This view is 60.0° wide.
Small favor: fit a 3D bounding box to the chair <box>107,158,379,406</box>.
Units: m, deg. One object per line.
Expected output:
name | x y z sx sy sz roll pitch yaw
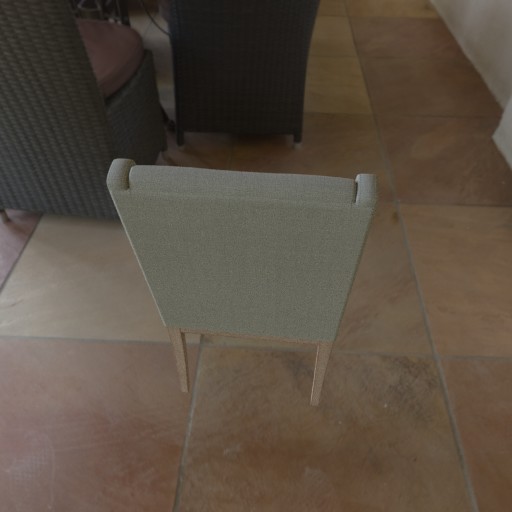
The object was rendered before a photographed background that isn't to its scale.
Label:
chair | 0.000 0.000 1.400 0.575 1.021 0.611 4 47 4
